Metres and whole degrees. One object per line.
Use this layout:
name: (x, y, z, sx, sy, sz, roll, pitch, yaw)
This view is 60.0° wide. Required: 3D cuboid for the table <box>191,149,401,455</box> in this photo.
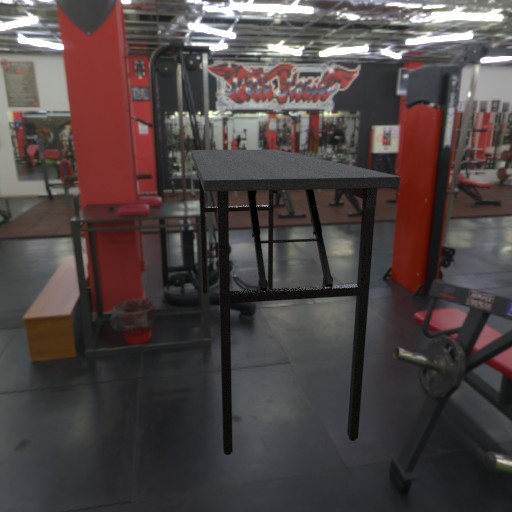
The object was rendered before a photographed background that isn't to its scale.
table: (0.000, 0.000, 1.739, 0.449, 0.750, 1.399, -3, 16, -9)
